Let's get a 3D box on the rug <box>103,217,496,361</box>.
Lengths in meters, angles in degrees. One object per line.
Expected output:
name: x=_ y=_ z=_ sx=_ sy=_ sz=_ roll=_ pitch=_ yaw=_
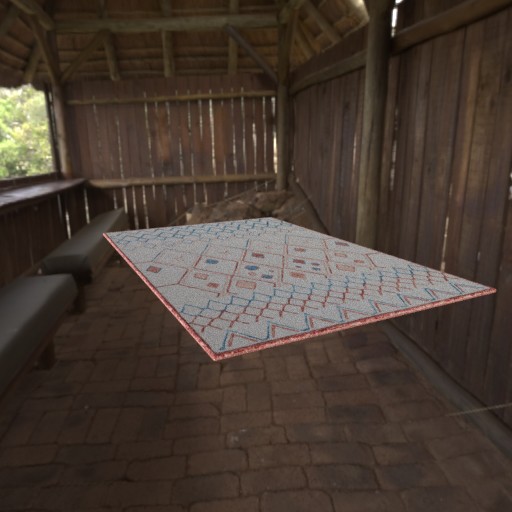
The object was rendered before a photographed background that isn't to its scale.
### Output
rug: x=0.000 y=0.000 z=2.281 sx=1.219 sy=0.016 sz=1.829 roll=-8 pitch=17 yaw=-27
